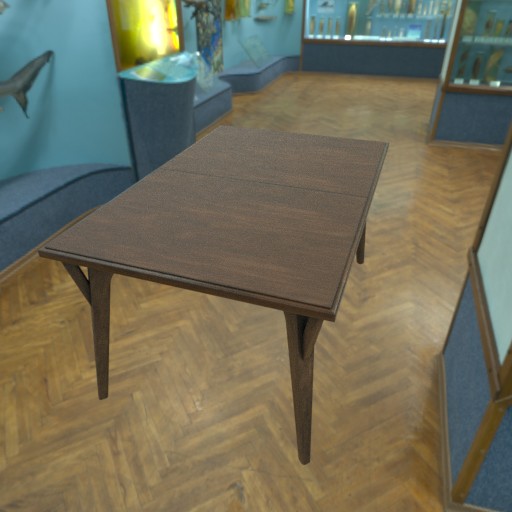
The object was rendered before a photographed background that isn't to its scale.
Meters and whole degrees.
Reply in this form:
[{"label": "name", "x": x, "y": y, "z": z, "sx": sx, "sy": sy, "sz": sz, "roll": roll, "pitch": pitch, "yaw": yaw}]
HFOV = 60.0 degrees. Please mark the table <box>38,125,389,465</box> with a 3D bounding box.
[{"label": "table", "x": 0.000, "y": 0.000, "z": 2.129, "sx": 0.990, "sy": 0.761, "sz": 1.524, "roll": 11, "pitch": 34, "yaw": 16}]
